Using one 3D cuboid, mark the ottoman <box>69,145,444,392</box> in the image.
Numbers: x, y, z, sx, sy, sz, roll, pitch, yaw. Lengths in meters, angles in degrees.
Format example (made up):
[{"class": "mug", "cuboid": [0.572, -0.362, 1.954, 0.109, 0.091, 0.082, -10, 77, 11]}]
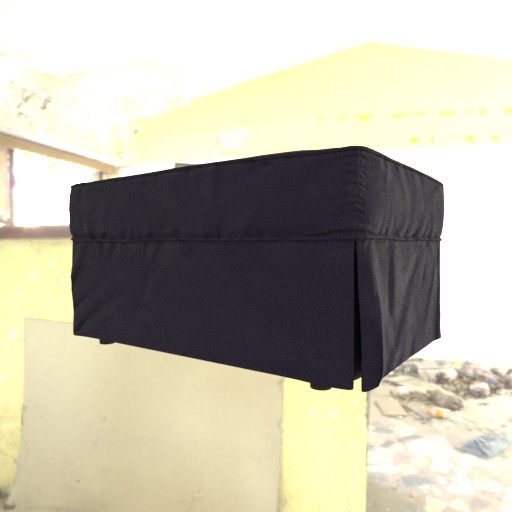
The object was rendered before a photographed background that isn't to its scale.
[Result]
[{"class": "ottoman", "cuboid": [0.000, 0.000, 1.269, 0.938, 0.503, 0.637, 1, 2, 36]}]
